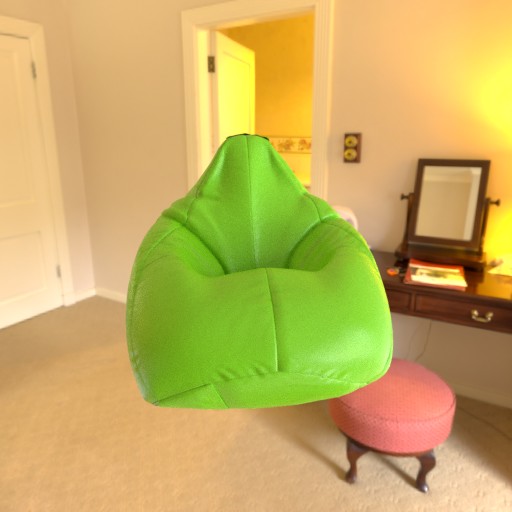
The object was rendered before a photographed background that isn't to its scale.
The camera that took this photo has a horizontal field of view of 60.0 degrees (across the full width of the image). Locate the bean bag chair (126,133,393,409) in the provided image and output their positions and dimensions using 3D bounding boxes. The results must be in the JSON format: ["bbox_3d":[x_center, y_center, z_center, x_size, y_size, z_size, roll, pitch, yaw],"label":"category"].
[{"bbox_3d":[0.000,0.000,1.854,1.070,0.990,1.070,-2,16,-7],"label":"bean bag chair"}]
